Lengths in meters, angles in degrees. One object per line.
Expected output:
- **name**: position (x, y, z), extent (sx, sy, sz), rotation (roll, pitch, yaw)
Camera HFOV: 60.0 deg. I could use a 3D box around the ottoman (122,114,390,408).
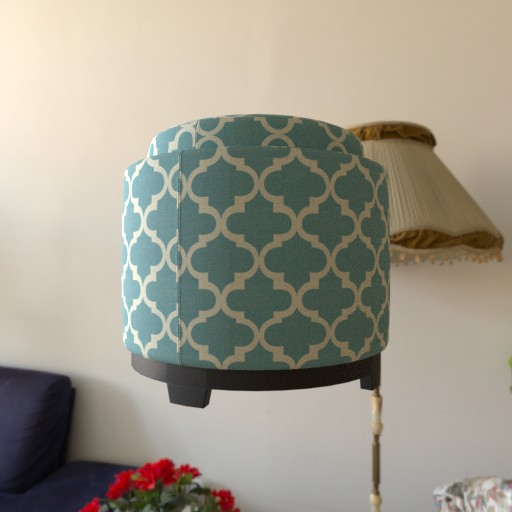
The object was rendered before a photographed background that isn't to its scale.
- **ottoman**: position (0.000, 0.000, 0.827), extent (0.480, 0.429, 0.480), rotation (0, -1, 0)
